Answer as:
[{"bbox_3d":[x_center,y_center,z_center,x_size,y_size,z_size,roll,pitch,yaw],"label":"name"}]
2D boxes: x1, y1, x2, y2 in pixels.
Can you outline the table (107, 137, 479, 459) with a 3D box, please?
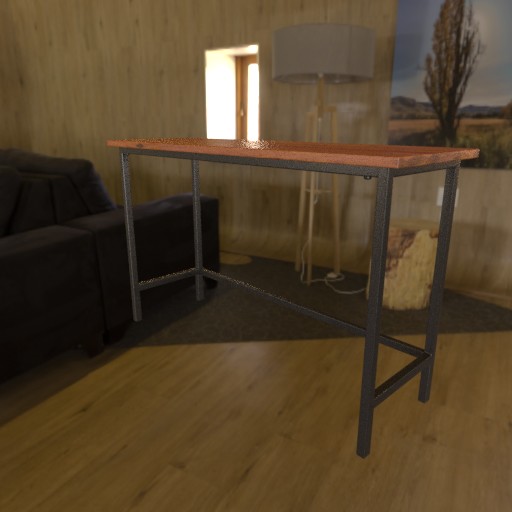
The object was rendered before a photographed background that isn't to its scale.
[{"bbox_3d":[0.000,0.000,1.504,0.408,0.740,1.204,-16,23,-42],"label":"table"}]
